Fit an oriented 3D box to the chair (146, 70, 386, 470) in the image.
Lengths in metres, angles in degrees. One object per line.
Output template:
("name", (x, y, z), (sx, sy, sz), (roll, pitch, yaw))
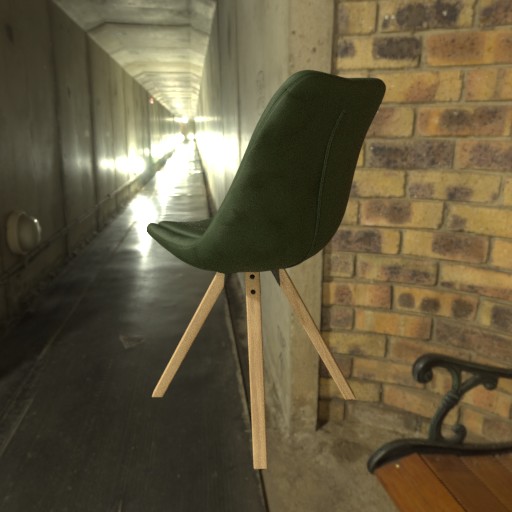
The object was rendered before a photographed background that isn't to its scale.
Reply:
("chair", (0.000, 0.000, 1.177), (0.547, 0.865, 0.483), (16, 23, 42))
